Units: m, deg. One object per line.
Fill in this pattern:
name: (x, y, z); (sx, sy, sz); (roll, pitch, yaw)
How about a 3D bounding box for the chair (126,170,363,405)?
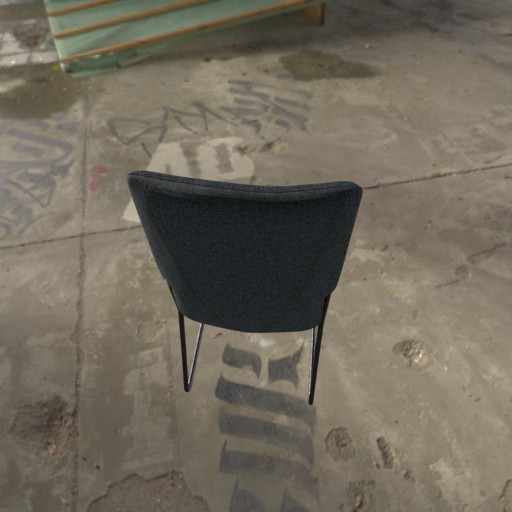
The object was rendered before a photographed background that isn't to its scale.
chair: (0.000, 0.000, 1.319); (0.480, 0.931, 0.635); (5, 46, 4)
